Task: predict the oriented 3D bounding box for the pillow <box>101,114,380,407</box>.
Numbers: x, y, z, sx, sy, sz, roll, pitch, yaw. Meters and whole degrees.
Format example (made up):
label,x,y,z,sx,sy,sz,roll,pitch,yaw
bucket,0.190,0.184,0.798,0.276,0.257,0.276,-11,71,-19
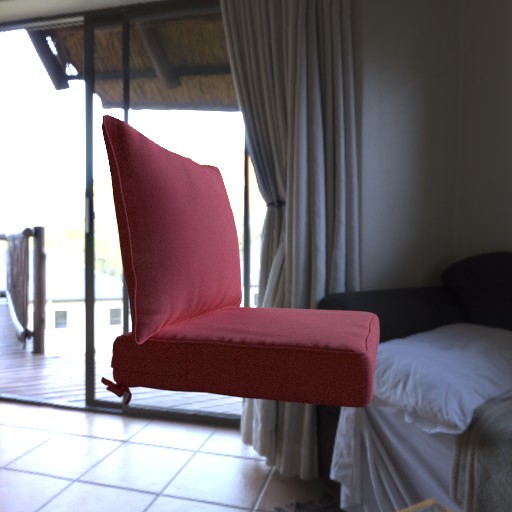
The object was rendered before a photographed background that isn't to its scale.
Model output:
label,x,y,z,sx,sy,sz,roll,pitch,yaw
pillow,0.000,0.000,1.384,0.733,0.725,0.798,0,1,17
